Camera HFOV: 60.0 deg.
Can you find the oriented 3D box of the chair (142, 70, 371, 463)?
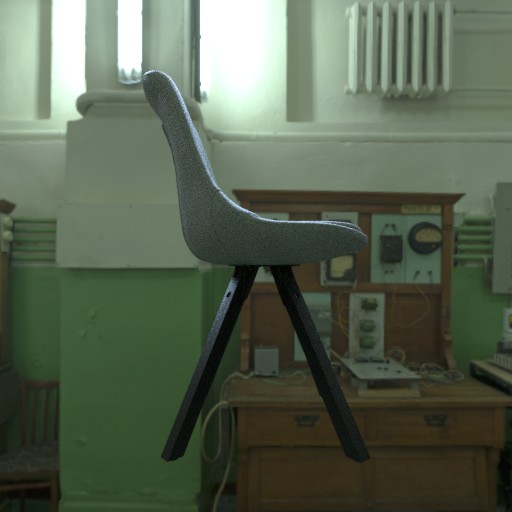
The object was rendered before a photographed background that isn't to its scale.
[{"bbox_3d":[0.000,0.000,1.136,0.550,0.850,0.485,0,-1,0],"label":"chair"}]
